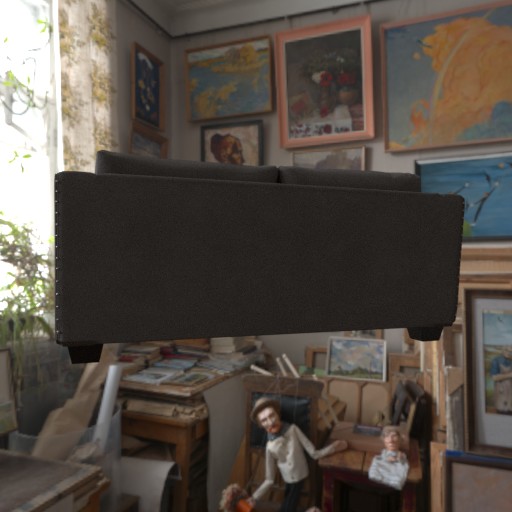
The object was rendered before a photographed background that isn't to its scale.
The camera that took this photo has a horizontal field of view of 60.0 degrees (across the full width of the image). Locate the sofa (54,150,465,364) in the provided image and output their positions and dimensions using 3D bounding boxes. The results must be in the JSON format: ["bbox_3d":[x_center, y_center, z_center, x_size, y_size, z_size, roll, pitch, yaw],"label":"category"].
[{"bbox_3d":[0.000,0.000,3.224,2.550,1.196,1.336,0,-1,-18],"label":"sofa"}]
